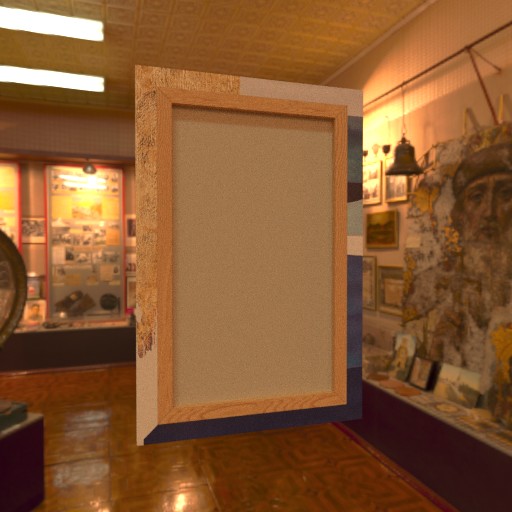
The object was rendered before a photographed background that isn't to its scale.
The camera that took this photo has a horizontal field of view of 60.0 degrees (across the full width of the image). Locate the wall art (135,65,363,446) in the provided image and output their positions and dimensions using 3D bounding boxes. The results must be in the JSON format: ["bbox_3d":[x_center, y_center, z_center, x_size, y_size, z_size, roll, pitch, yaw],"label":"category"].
[{"bbox_3d":[0.000,0.000,1.163,0.607,0.911,0.039,0,1,-17],"label":"wall art"}]
